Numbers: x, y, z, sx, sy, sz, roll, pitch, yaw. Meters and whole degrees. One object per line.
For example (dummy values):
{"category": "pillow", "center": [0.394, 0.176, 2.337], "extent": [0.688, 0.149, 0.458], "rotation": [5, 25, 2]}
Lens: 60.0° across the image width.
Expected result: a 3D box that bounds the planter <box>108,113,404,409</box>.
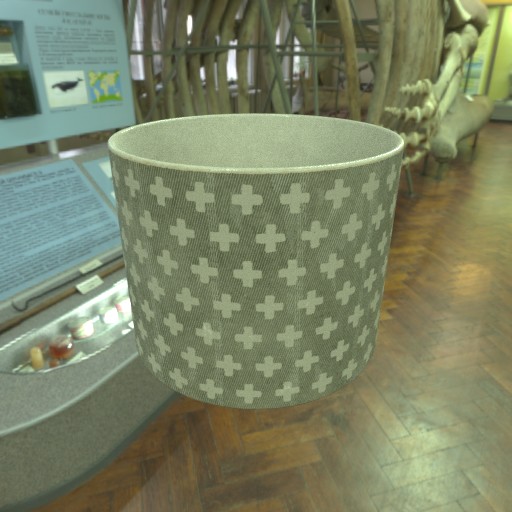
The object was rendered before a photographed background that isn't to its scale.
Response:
{"category": "planter", "center": [0.000, 0.000, 0.335], "extent": [0.190, 0.181, 0.190], "rotation": [0, 25, 0]}
